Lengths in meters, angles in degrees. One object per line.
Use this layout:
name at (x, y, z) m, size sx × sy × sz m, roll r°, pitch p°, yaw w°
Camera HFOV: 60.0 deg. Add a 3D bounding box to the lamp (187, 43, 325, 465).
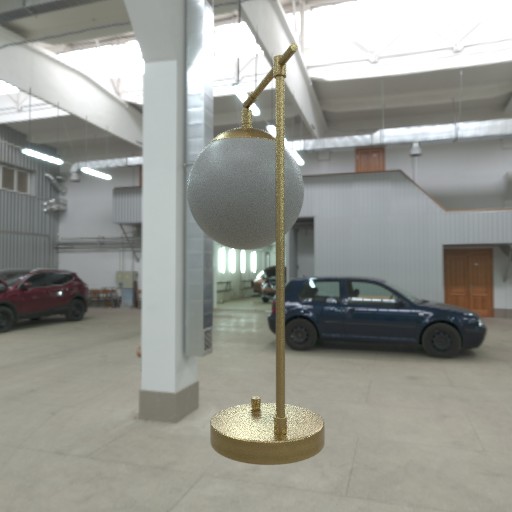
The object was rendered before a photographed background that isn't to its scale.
lamp at (0.000, 0.000, 0.728) m, size 0.207 × 0.559 × 0.324 m, roll 1°, pitch -2°, yaw -18°
